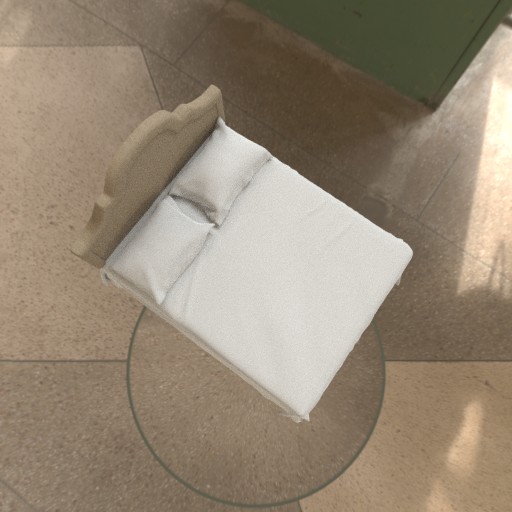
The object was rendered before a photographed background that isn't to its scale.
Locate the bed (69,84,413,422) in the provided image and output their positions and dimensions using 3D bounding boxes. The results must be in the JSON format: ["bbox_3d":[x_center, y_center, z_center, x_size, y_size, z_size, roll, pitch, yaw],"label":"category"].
[{"bbox_3d":[0.000,0.000,3.406,2.222,1.634,1.780,35,79,8],"label":"bed"}]
